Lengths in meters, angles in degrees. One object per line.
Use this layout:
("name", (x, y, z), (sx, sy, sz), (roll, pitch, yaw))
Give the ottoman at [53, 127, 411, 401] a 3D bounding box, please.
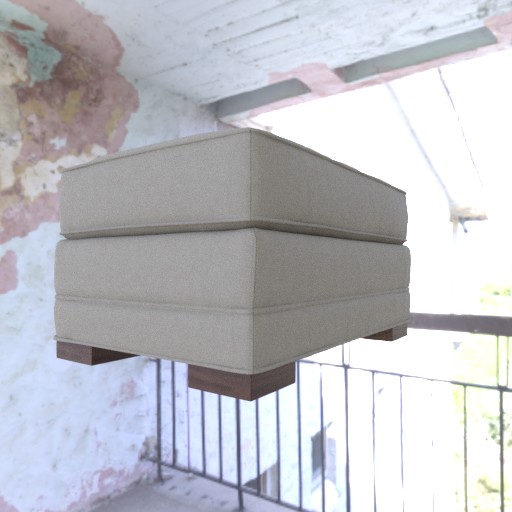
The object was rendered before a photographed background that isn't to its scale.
("ottoman", (0.000, 0.000, 1.201), (0.611, 0.482, 0.848), (-1, -1, 36))
